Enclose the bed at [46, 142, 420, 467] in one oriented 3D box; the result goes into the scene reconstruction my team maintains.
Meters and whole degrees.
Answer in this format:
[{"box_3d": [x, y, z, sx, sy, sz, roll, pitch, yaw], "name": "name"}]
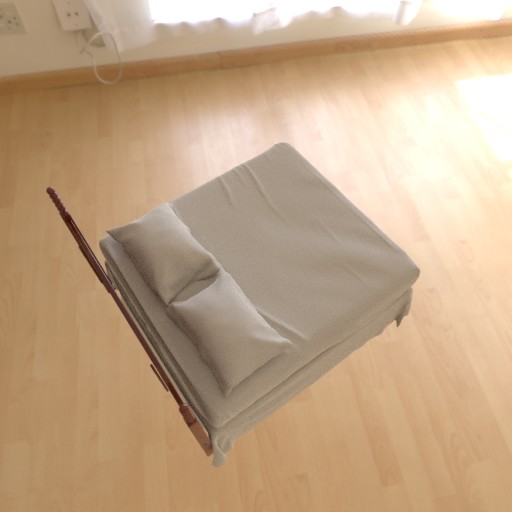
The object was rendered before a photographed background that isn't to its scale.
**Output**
[{"box_3d": [0.000, 0.000, 3.244, 2.040, 1.356, 1.873, -31, 64, -18], "name": "bed"}]
